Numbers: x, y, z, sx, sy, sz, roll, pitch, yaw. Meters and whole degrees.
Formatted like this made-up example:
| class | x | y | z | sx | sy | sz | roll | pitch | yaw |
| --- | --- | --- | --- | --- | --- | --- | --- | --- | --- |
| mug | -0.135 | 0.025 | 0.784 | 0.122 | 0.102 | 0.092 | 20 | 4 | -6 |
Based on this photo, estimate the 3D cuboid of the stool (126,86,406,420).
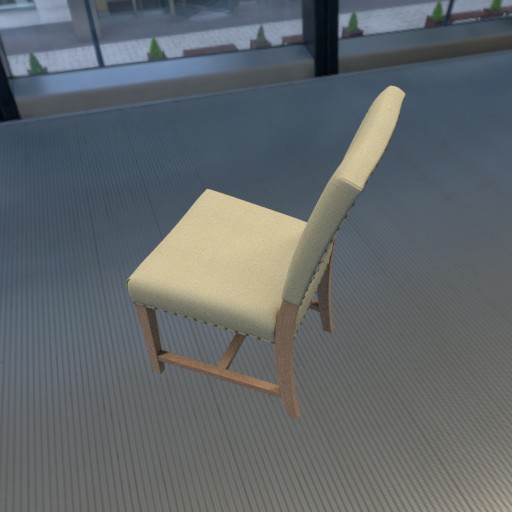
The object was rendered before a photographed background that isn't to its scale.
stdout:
| class | x | y | z | sx | sy | sz | roll | pitch | yaw |
| --- | --- | --- | --- | --- | --- | --- | --- | --- | --- |
| stool | 0.000 | 0.000 | 1.356 | 0.623 | 0.986 | 0.508 | 17 | 47 | 17 |
